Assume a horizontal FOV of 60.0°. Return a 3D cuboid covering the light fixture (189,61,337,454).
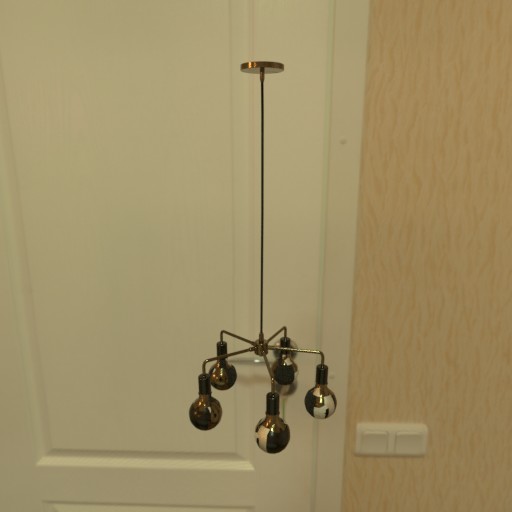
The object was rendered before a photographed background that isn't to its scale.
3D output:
[{"bbox_3d":[0.000,0.000,1.232,0.421,0.988,0.438,-7,16,-26],"label":"light fixture"}]
